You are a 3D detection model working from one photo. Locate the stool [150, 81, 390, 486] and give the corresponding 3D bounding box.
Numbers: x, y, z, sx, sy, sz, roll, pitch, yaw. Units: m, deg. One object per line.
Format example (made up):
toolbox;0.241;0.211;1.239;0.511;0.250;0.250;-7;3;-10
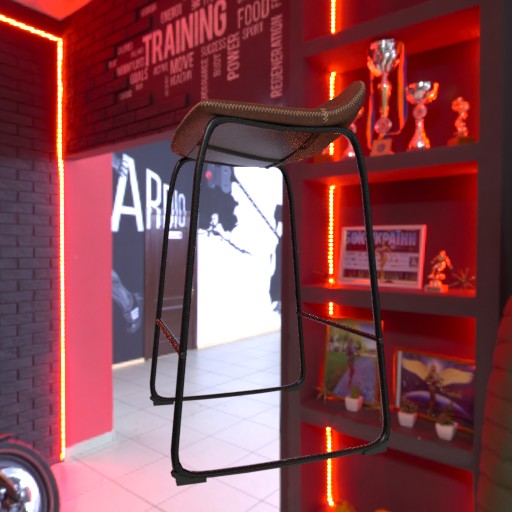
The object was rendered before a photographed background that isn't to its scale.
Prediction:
stool;0.000;0.000;1.084;0.473;0.830;0.454;0;1;-18
